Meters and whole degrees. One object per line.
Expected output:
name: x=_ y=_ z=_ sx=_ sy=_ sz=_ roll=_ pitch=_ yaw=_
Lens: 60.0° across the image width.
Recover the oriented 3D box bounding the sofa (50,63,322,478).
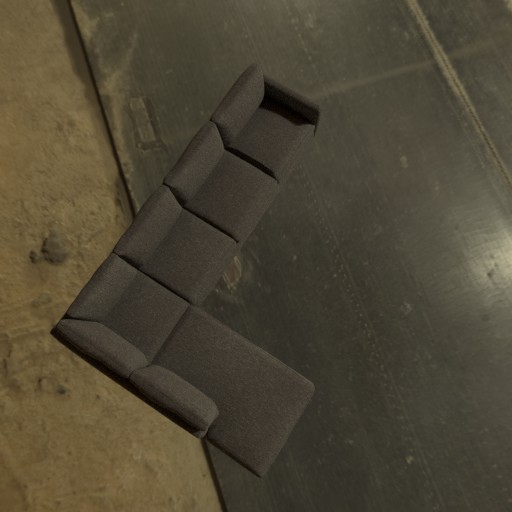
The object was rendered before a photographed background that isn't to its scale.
sofa: x=0.000 y=0.000 z=3.819 sx=2.007 sy=0.815 sz=2.949 roll=32 pitch=78 yaw=8
